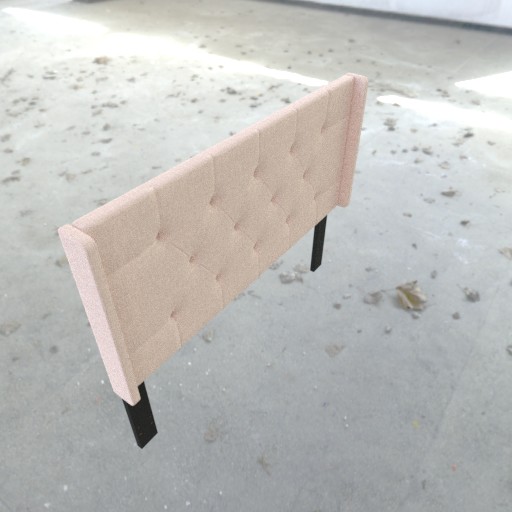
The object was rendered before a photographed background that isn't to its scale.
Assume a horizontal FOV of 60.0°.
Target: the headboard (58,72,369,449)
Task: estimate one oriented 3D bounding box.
[{"bbox_3d":[0.000,0.000,2.547,0.184,1.524,2.051,25,46,27],"label":"headboard"}]
